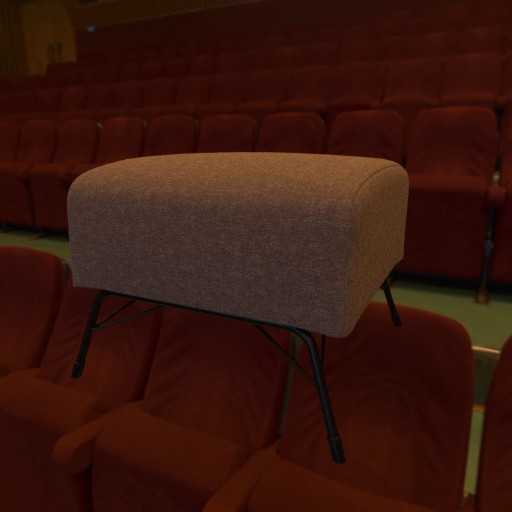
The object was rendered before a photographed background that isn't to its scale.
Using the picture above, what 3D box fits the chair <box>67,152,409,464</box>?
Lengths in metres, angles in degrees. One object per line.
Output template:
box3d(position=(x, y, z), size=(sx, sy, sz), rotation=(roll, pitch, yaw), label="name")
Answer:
box3d(position=(0.000, 0.000, 0.902), size=(0.530, 0.410, 0.530), rotation=(7, 17, 25), label="chair")
